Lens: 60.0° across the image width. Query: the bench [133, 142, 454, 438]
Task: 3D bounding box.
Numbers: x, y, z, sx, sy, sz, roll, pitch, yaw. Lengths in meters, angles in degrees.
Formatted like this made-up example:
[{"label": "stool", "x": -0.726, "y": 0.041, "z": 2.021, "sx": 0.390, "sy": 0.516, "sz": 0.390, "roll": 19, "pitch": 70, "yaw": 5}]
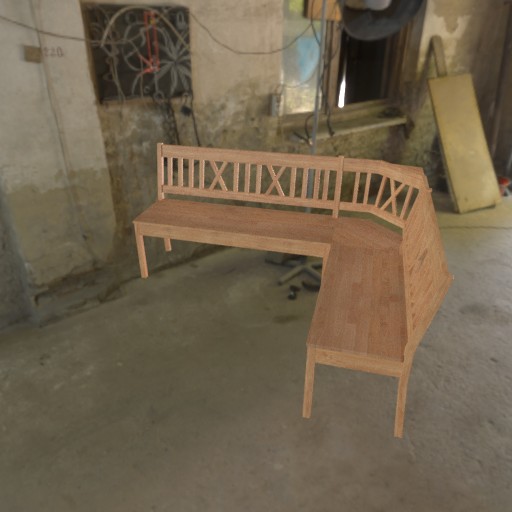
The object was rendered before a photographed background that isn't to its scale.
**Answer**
[{"label": "bench", "x": 0.000, "y": 0.000, "z": 2.745, "sx": 1.937, "sy": 0.902, "sz": 1.537, "roll": 7, "pitch": 30, "yaw": 13}]
